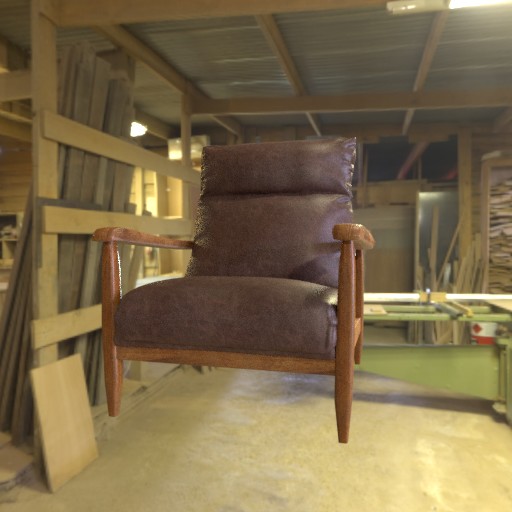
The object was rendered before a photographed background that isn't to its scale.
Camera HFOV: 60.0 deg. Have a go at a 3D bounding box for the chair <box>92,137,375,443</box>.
[{"bbox_3d":[0.000,0.000,1.508,0.782,0.897,0.830,0,1,15],"label":"chair"}]
